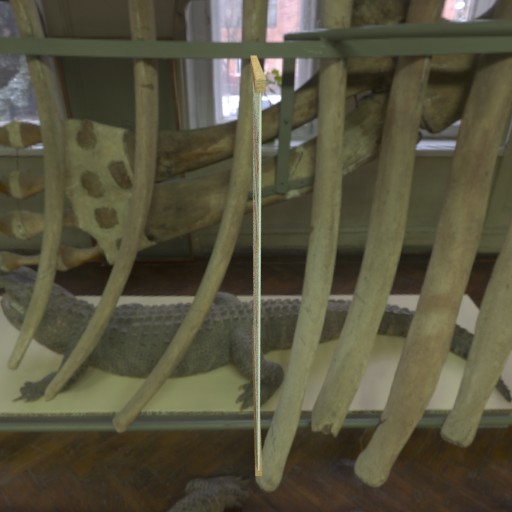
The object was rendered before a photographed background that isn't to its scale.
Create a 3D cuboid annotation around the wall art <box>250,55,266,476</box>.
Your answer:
[{"bbox_3d":[0.000,0.000,1.925,0.028,1.533,0.999,-1,28,-1],"label":"wall art"}]
